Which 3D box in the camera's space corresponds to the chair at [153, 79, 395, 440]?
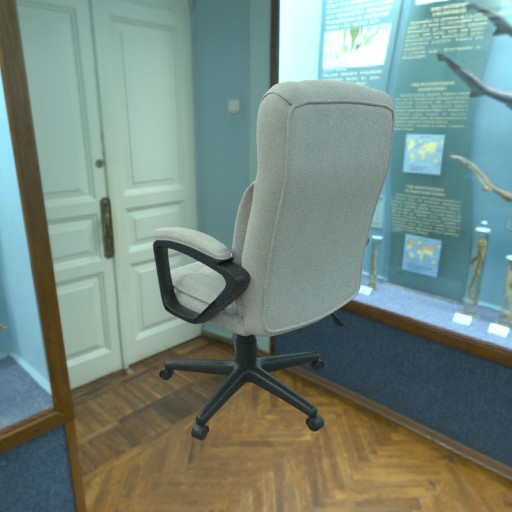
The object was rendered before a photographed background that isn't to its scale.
[{"bbox_3d":[0.000,0.000,1.545,0.667,1.105,0.724,-16,23,-42],"label":"chair"}]
